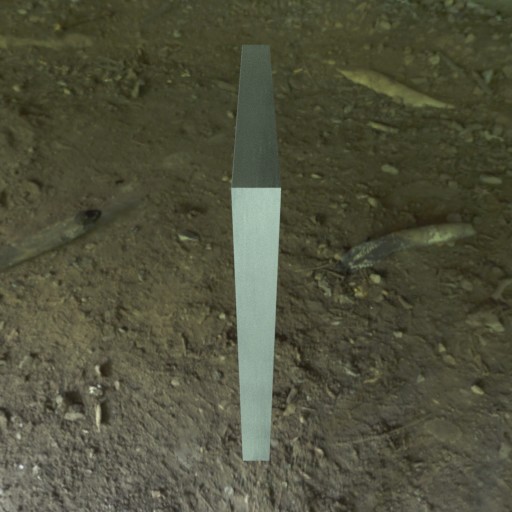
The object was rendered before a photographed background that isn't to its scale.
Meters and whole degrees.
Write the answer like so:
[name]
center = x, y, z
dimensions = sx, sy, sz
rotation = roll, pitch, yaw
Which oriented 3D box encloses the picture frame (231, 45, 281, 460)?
[picture frame]
center = 0.000, 0.000, 0.761
dimensions = 0.046, 0.555, 0.449
rotation = 0, 41, 0
